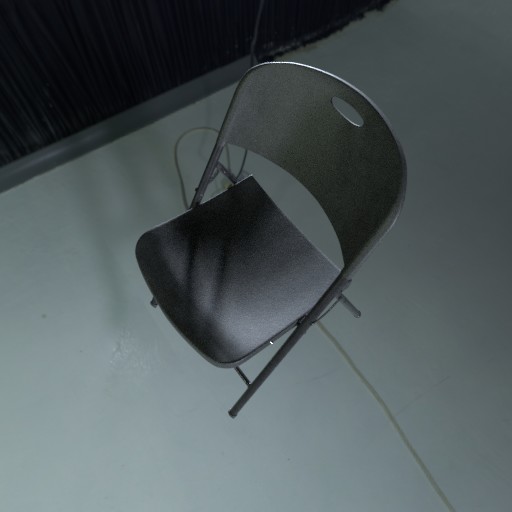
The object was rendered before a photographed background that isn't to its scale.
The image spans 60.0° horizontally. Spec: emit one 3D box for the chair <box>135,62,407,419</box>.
[{"bbox_3d":[0.000,0.000,1.187,0.566,0.810,0.494,-35,68,-16],"label":"chair"}]
